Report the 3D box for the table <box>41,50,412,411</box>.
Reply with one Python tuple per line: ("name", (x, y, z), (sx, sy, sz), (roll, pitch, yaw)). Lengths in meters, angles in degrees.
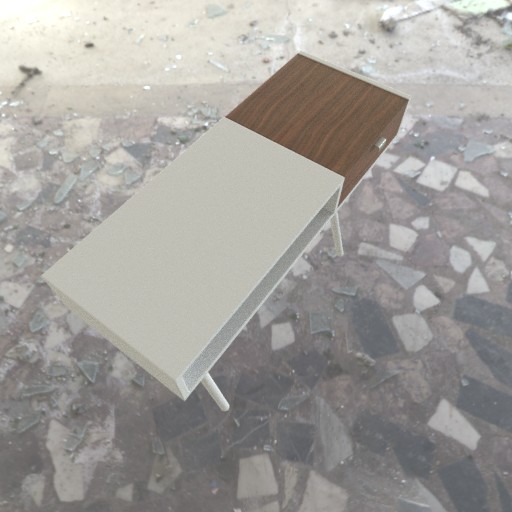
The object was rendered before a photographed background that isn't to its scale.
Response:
("table", (0.000, 0.000, 1.488), (0.418, 0.785, 1.066), (32, 62, 19))
